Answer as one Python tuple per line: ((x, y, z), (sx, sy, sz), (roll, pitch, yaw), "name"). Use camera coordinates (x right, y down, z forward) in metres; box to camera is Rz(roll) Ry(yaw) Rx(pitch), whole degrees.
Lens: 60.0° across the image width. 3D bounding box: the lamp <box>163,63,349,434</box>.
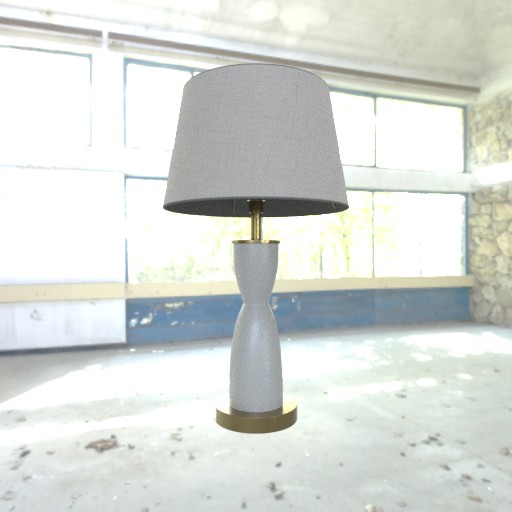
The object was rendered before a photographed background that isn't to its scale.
((0.000, 0.000, 0.748), (0.309, 0.545, 0.309), (0, 0, 0), "lamp")
